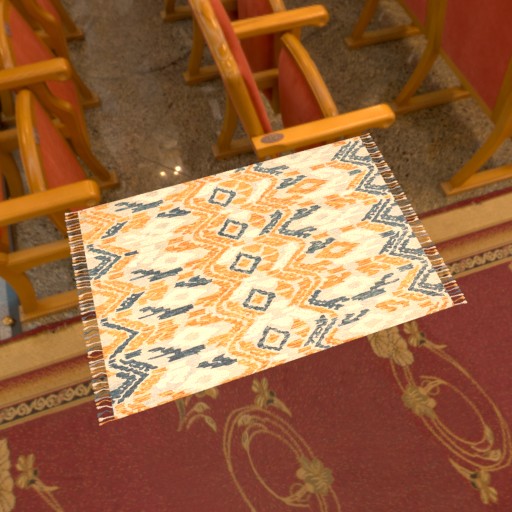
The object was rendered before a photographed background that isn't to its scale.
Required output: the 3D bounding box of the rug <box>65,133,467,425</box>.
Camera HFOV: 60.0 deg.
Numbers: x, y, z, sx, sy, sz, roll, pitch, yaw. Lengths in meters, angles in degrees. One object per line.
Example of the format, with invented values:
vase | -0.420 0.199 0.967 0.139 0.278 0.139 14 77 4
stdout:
rug | 0.000 0.000 3.065 2.428 0.010 1.533 -17 65 -8
